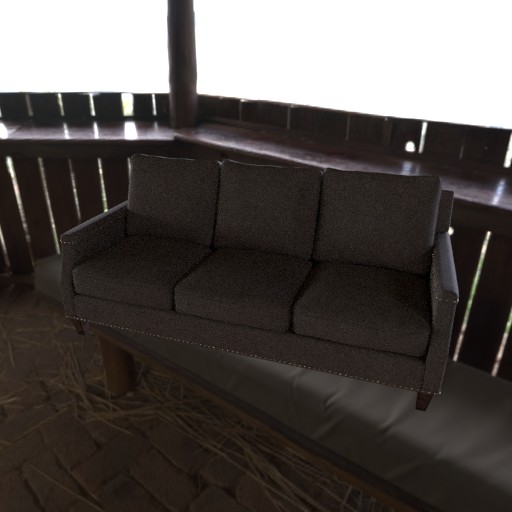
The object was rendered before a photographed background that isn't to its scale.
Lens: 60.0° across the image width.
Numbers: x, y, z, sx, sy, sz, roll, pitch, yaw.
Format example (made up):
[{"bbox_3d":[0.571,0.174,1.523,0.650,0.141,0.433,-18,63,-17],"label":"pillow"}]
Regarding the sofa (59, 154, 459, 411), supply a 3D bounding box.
[{"bbox_3d":[0.000,0.000,2.738,2.226,1.042,1.034,8,26,17],"label":"sofa"}]
